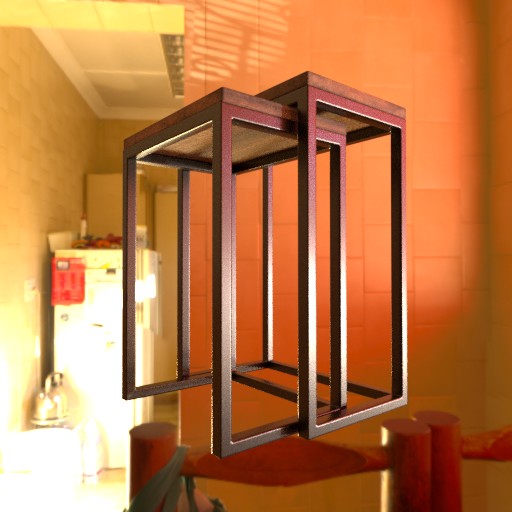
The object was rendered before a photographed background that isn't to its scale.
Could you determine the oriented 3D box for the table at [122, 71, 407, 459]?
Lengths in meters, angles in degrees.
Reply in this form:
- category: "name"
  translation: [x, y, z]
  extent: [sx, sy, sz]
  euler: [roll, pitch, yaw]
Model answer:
- category: "table"
  translation: [0.000, 0.000, 0.955]
  extent: [0.460, 0.615, 0.456]
  euler: [1, -1, -37]
